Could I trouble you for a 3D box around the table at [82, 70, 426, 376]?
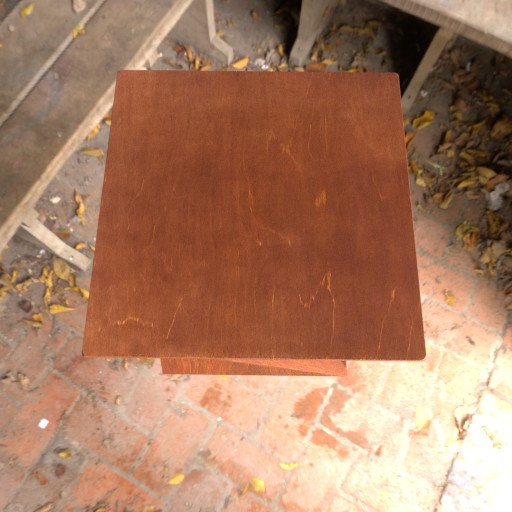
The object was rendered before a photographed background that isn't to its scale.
[{"bbox_3d":[0.000,0.000,0.859,0.427,0.520,0.427,1,73,0],"label":"table"}]
